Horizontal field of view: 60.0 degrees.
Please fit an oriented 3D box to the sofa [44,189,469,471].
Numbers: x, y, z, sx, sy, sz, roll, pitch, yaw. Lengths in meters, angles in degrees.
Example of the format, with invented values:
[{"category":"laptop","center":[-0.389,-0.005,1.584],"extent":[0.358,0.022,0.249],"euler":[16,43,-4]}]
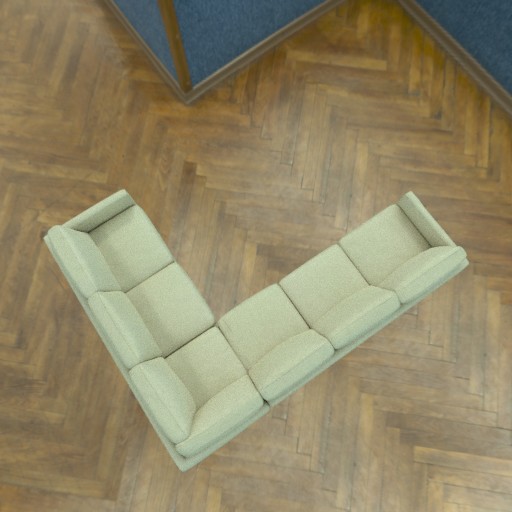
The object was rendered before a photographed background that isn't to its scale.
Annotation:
[{"category":"sofa","center":[0.000,0.000,4.491],"extent":[3.302,0.947,2.593],"euler":[-33,78,-8]}]
